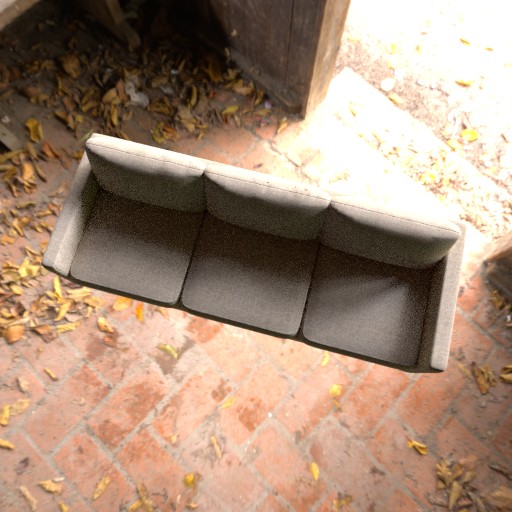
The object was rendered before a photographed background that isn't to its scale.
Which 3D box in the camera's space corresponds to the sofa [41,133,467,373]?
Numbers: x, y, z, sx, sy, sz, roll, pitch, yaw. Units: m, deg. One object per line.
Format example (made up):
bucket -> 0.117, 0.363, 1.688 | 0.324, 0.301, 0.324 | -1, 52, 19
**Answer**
sofa -> 0.000, 0.000, 2.634 | 2.218, 0.874, 0.859 | 14, 76, 4
